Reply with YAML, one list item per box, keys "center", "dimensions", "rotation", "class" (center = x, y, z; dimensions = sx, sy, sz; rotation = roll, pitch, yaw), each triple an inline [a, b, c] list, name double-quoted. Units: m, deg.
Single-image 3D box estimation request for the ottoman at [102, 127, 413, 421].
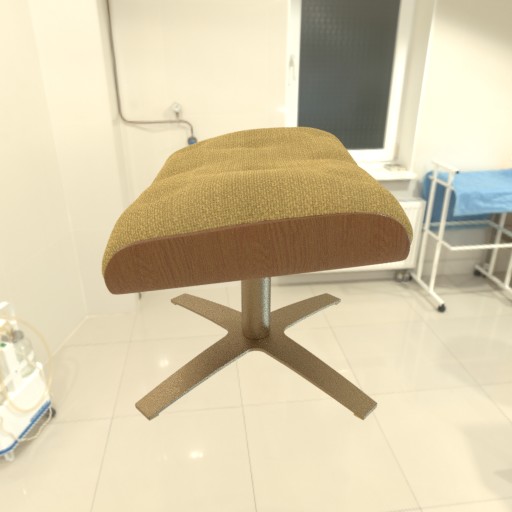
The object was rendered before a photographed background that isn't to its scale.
- center: [0.000, 0.000, 0.795]
  dimensions: [0.394, 0.391, 0.520]
  rotation: [0, 25, 0]
  class: "ottoman"
